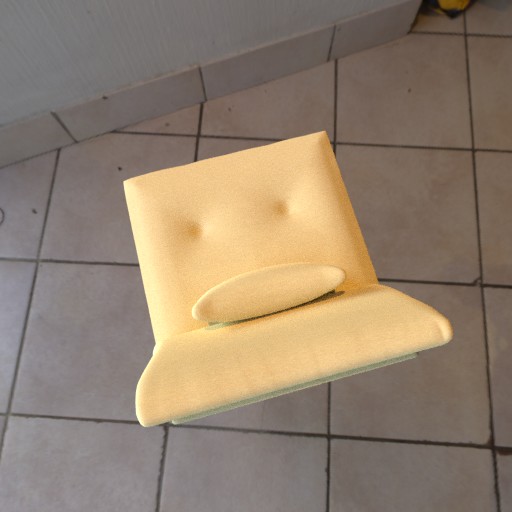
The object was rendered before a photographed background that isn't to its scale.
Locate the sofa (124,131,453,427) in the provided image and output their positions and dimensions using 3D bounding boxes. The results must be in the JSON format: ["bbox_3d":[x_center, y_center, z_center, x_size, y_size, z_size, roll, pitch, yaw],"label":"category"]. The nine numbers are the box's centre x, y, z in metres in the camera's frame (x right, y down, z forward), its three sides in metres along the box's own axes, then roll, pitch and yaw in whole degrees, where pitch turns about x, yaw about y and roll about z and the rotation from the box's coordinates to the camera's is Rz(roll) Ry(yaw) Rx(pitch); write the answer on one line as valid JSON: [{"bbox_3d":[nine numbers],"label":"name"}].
[{"bbox_3d":[0.000,0.000,1.699,0.930,0.820,1.000,-15,75,-4],"label":"sofa"}]
